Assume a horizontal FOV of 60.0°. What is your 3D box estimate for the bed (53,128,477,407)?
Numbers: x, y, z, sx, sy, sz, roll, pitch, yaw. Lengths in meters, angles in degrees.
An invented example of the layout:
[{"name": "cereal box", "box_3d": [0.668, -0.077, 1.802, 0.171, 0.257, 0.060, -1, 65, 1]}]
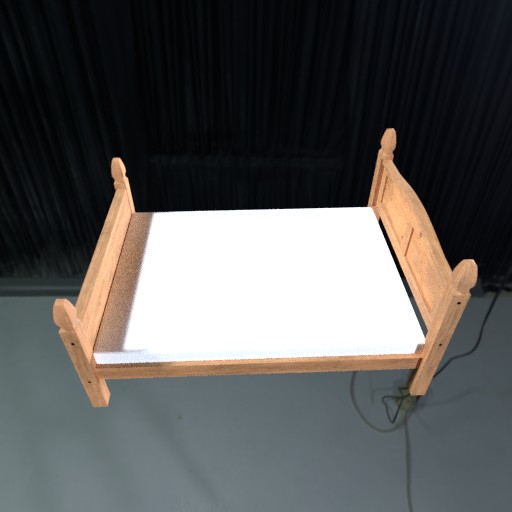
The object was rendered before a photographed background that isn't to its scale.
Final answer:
[{"name": "bed", "box_3d": [0.000, 0.000, 2.953, 2.069, 1.100, 1.490, -2, 41, -2]}]
